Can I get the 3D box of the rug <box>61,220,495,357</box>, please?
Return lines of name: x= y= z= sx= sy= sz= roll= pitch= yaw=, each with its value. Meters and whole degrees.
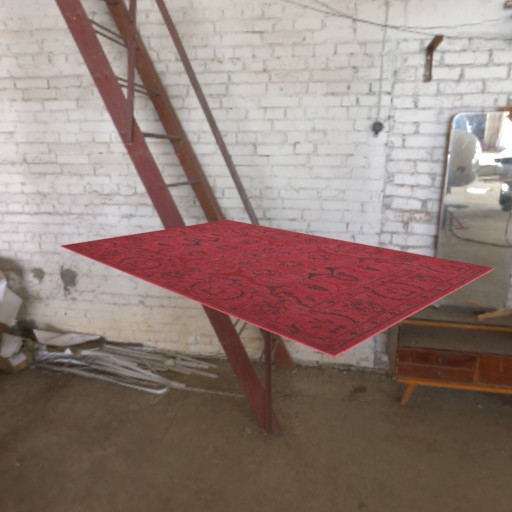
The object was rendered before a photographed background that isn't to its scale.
rug: x=0.000 y=0.000 z=2.196 sx=1.209 sy=0.008 sz=1.814 roll=-14 pitch=20 yaw=-43
